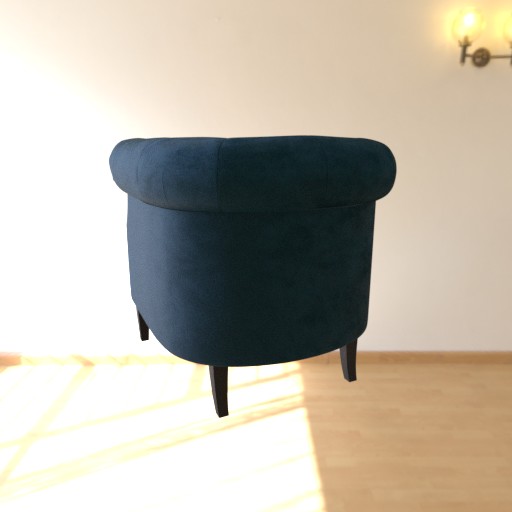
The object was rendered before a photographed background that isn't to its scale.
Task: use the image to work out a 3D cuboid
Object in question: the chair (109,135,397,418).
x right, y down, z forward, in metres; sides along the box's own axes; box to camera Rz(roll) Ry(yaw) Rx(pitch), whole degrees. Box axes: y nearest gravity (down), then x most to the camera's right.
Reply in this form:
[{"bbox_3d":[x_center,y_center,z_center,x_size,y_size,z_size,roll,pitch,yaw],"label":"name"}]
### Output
[{"bbox_3d":[0.000,0.000,1.589,0.904,0.826,0.851,-7,16,-25],"label":"chair"}]
